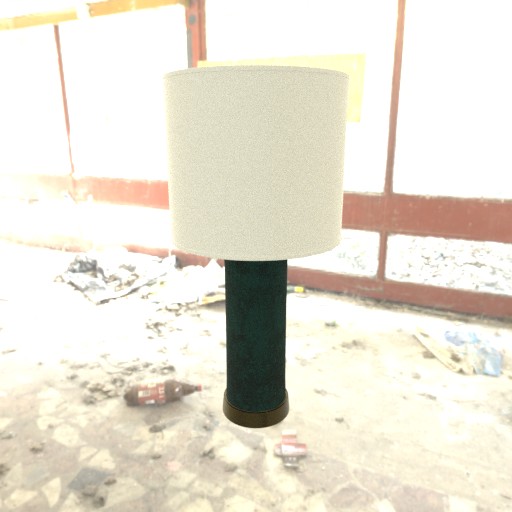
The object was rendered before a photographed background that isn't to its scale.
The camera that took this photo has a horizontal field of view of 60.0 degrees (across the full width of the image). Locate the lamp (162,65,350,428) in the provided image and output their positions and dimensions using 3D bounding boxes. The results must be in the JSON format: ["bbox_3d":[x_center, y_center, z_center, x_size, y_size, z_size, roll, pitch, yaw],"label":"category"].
[{"bbox_3d":[0.000,0.000,0.804,0.301,0.630,0.301,-15,21,-42],"label":"lamp"}]
